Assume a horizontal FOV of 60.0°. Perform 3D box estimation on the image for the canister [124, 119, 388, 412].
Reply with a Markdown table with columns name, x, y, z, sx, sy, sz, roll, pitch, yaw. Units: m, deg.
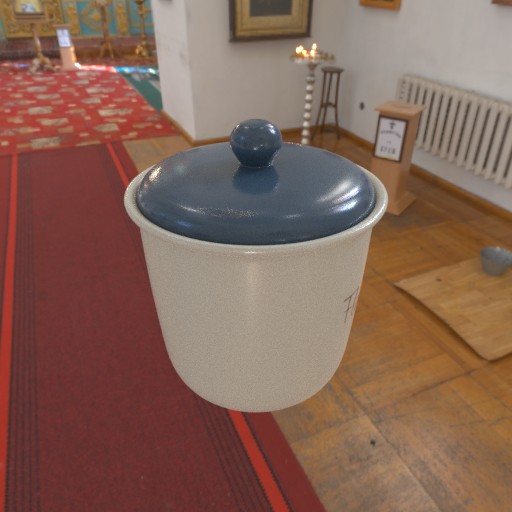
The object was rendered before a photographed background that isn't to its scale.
| name | x | y | z | sx | sy | sz | roll | pitch | yaw |
| --- | --- | --- | --- | --- | --- | --- | --- | --- | --- |
| canister | 0.000 | 0.000 | 0.345 | 0.182 | 0.208 | 0.182 | 0 | 31 | 0 |
